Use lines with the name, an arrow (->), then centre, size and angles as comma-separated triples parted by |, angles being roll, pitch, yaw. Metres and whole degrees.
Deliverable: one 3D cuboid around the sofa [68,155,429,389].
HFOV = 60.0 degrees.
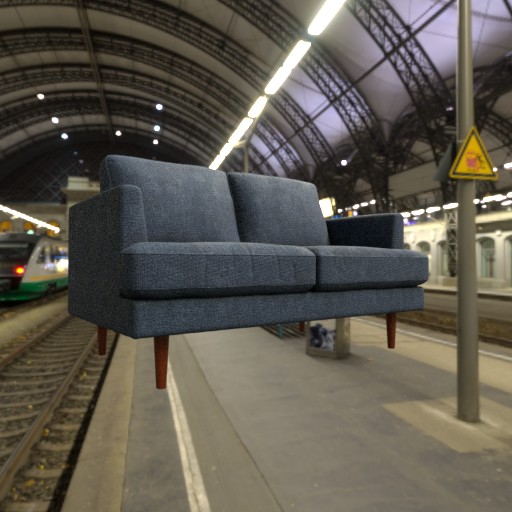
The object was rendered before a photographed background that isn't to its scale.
sofa -> 0.000, 0.000, 2.172 | 1.582, 0.944, 0.903 | 1, -1, -35
